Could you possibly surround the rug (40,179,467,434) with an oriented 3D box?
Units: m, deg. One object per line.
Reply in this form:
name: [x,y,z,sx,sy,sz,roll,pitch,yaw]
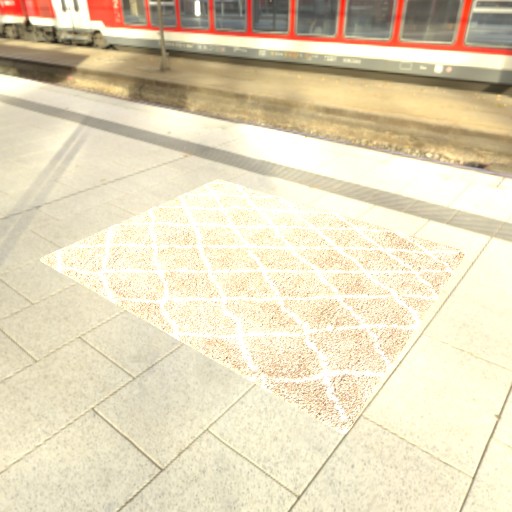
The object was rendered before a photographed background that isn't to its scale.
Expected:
rug: [0.000,0.000,4.027,3.047,0.029,2.438,21,37,31]
